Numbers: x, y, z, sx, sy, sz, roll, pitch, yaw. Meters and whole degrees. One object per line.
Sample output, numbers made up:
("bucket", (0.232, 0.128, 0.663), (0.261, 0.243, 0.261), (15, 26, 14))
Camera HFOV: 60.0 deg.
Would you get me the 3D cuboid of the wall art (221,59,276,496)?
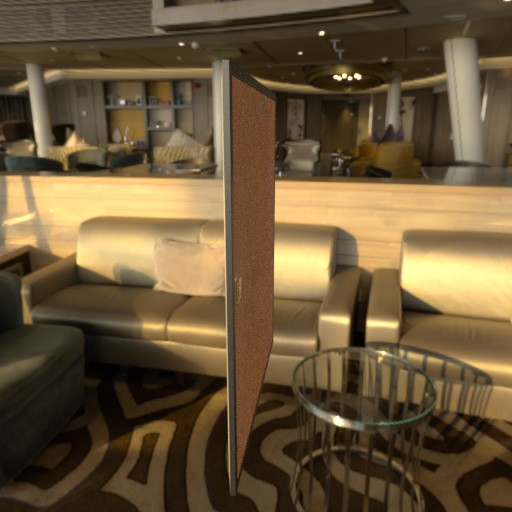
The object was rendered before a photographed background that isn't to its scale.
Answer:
("wall art", (0.000, 0.000, 0.903), (0.018, 0.660, 0.559), (2, 16, 8))
